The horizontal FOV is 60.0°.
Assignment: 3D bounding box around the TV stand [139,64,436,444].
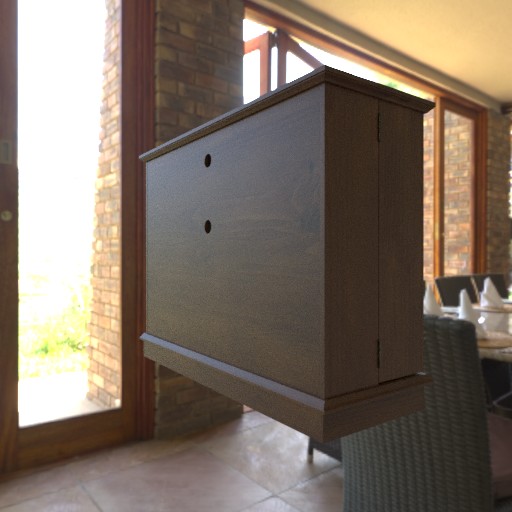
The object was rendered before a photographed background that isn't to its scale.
[{"bbox_3d":[0.000,0.000,1.489,0.406,0.813,1.067,0,0,-36],"label":"TV stand"}]
